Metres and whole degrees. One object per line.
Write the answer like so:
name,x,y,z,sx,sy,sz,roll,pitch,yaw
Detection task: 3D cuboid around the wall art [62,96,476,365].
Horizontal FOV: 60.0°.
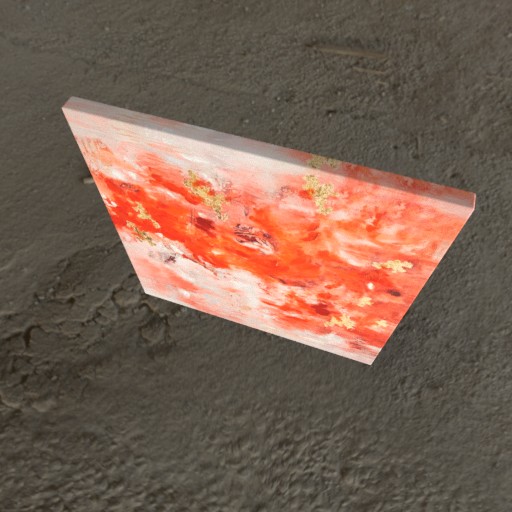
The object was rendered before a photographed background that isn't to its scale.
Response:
wall art,0.000,0.000,1.090,0.747,0.746,0.064,16,59,10
